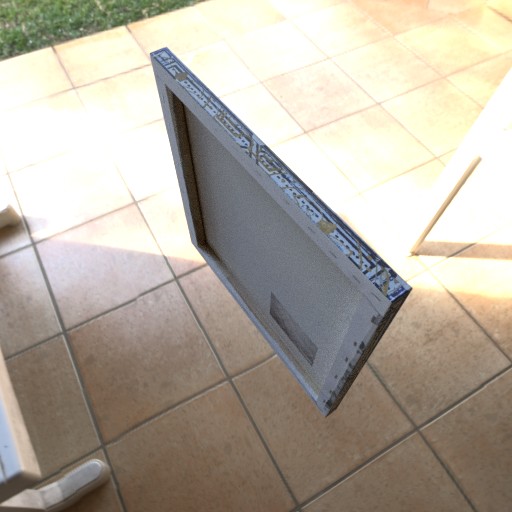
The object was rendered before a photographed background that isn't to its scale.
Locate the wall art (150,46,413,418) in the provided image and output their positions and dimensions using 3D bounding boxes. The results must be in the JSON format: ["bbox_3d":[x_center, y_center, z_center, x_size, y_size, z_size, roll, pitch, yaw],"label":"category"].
[{"bbox_3d":[0.000,0.000,0.920,0.036,0.607,0.609,-31,63,-18],"label":"wall art"}]
